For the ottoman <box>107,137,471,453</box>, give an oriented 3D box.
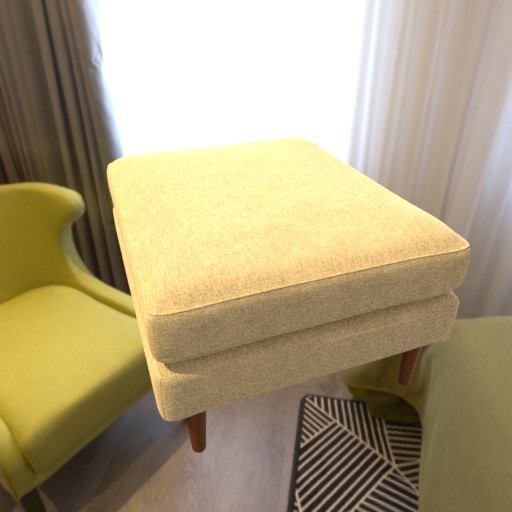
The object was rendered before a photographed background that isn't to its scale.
[{"bbox_3d":[0.000,0.000,1.233,0.693,0.474,0.821,-11,33,-18],"label":"ottoman"}]
